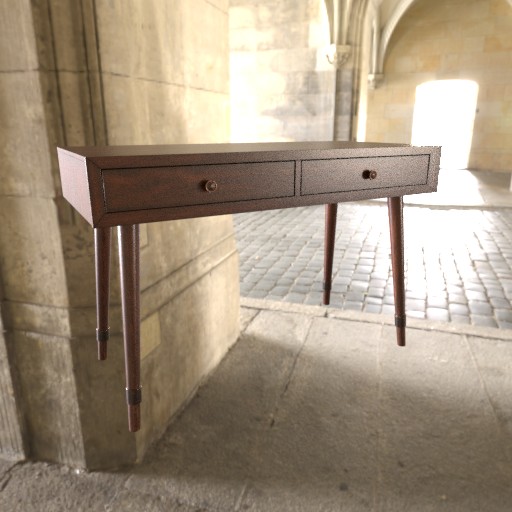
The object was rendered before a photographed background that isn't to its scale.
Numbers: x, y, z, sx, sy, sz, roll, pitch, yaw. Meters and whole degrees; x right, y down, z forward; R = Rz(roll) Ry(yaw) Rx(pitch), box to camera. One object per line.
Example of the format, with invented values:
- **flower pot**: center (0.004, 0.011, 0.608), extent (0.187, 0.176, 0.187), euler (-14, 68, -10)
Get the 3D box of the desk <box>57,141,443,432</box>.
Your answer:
- **desk**: center (0.000, 0.000, 2.139), extent (1.577, 1.031, 0.734), euler (-9, 19, -28)
